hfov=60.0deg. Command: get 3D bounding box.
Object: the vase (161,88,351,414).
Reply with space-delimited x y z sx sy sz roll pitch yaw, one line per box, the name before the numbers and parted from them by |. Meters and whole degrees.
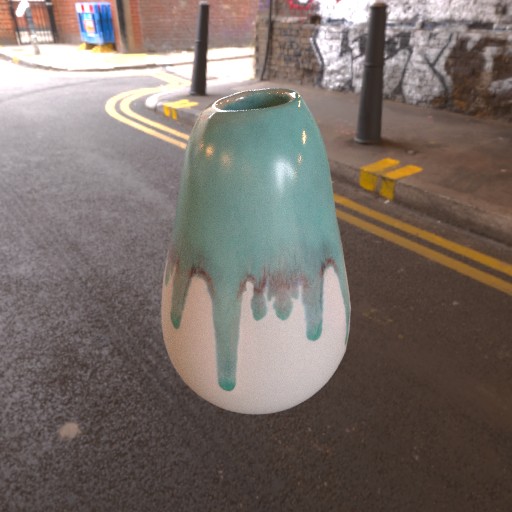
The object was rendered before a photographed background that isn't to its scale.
vase | 0.000 0.000 0.257 0.116 0.179 0.116 0 30 0
